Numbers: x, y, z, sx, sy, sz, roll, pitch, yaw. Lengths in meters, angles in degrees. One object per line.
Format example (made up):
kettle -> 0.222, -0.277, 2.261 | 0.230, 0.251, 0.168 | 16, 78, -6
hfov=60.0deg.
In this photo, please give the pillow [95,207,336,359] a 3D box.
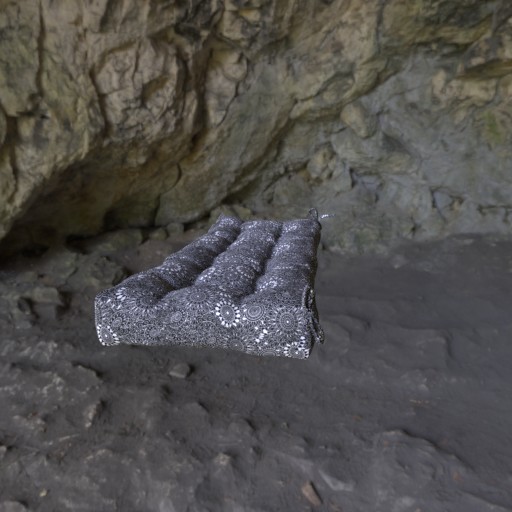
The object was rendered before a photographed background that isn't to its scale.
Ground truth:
pillow -> 0.000, 0.000, 1.372 | 0.511, 0.174, 1.194 | 2, 14, 8
